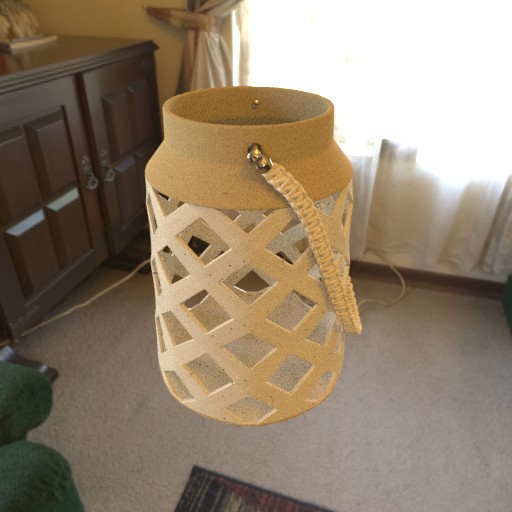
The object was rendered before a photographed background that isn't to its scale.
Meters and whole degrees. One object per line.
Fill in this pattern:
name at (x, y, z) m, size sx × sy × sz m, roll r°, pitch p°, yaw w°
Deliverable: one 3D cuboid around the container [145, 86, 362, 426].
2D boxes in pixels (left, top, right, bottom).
container at (0.000, 0.000, 0.342) m, size 0.172 × 0.229 × 0.163 m, roll 0°, pitch 32°, yaw 0°
